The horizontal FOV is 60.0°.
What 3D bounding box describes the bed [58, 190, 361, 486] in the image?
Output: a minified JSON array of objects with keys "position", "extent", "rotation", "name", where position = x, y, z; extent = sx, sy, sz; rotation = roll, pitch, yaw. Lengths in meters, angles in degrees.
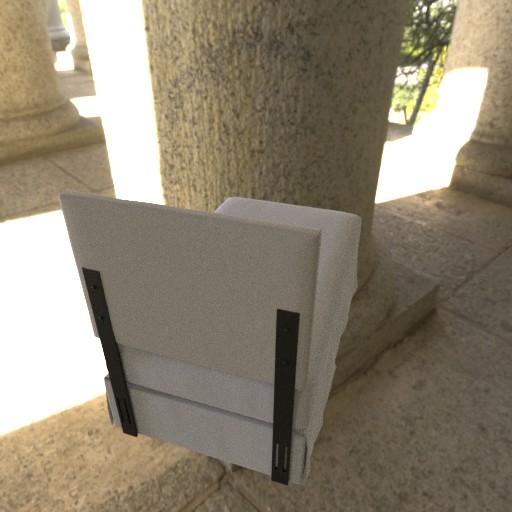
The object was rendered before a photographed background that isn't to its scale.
[{"position":[0.000,0.000,2.928],"extent":[1.261,1.571,1.997],"rotation":[10,34,16],"name":"bed"}]
